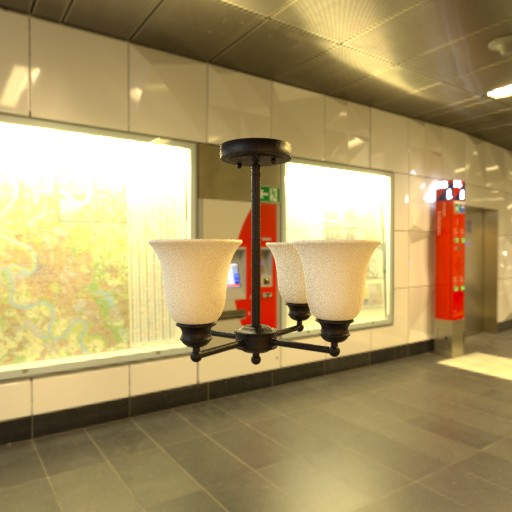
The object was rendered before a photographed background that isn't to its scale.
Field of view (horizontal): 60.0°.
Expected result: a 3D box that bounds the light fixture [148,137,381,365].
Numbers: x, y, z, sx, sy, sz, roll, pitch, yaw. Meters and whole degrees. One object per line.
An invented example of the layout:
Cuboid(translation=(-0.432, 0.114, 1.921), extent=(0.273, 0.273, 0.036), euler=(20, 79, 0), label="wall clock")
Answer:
Cuboid(translation=(0.000, 0.000, 1.881), extent=(1.069, 0.925, 1.069), euler=(1, 1, 36), label="light fixture")
